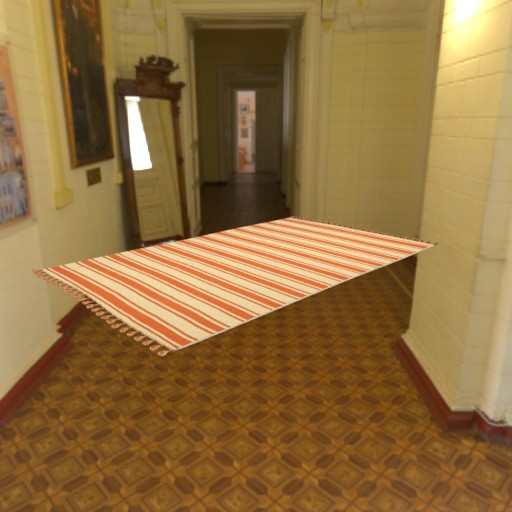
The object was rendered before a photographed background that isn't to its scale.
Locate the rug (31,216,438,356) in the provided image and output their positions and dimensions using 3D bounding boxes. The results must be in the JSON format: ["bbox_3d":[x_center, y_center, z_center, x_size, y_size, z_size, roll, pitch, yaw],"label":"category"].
[{"bbox_3d":[0.000,0.000,2.574,2.092,0.017,1.232,-15,22,-42],"label":"rug"}]
